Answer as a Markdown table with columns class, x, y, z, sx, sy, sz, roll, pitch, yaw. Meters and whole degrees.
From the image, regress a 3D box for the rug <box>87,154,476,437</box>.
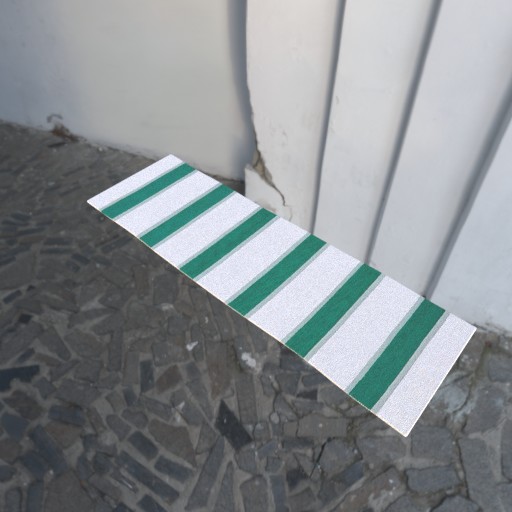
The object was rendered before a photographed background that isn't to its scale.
| class | x | y | z | sx | sy | sz | roll | pitch | yaw |
| --- | --- | --- | --- | --- | --- | --- | --- | --- | --- |
| rug | 0.000 | 0.000 | 2.698 | 2.438 | 0.012 | 0.768 | 33 | 55 | 27 |
